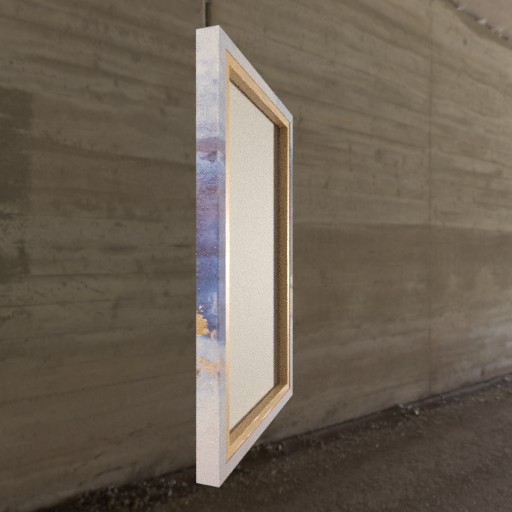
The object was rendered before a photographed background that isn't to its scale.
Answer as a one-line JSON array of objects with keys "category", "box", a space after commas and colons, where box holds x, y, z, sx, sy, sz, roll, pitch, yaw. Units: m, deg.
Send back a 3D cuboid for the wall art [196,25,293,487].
[{"category": "wall art", "box": [0.000, 0.000, 1.122, 0.048, 0.874, 0.583, 0, 0, 18]}]
